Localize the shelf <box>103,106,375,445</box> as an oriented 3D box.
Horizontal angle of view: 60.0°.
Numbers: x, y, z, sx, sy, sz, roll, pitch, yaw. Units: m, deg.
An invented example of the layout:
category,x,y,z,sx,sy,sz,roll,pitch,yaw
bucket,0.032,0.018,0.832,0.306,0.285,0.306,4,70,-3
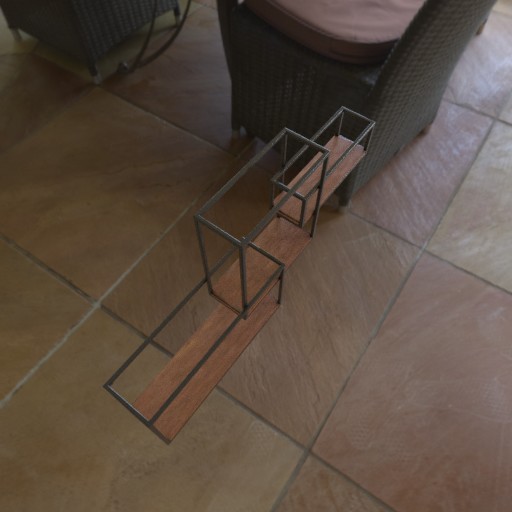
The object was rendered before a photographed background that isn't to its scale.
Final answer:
category,x,y,z,sx,sy,sz,roll,pitch,yaw
shelf,0.000,0.000,2.170,0.275,0.972,1.781,33,64,18
